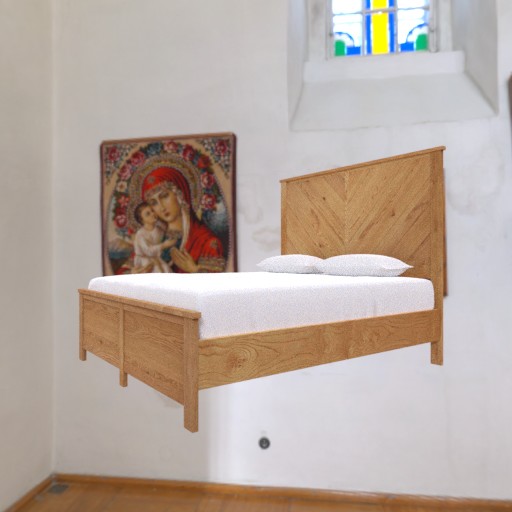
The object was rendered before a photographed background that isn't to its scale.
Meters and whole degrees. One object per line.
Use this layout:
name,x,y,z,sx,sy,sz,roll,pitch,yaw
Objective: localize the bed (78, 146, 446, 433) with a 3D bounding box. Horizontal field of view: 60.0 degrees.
bed,0.000,0.000,4.051,2.530,1.938,2.225,0,0,-37
